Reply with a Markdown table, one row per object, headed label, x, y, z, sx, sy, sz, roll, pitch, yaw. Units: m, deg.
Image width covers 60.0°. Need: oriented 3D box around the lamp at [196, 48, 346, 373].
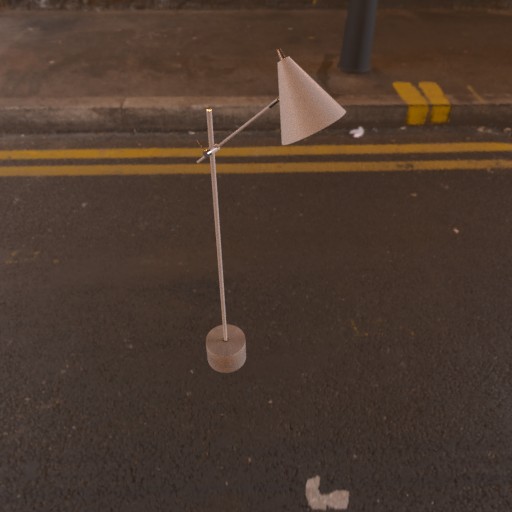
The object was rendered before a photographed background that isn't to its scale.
| label | x | y | z | sx | sy | sz | roll | pitch | yaw |
| --- | --- | --- | --- | --- | --- | --- | --- | --- | --- |
| lamp | 0.000 | 0.000 | 1.601 | 0.508 | 1.430 | 0.223 | 26 | 48 | 27 |
